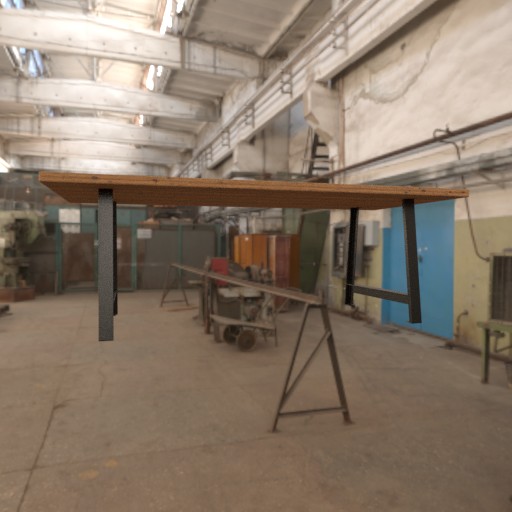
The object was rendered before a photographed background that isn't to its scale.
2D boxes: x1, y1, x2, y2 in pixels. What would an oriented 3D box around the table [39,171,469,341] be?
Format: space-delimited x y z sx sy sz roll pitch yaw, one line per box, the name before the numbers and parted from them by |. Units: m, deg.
table | 0.000 0.000 2.667 2.200 0.757 1.000 0 1 -16
